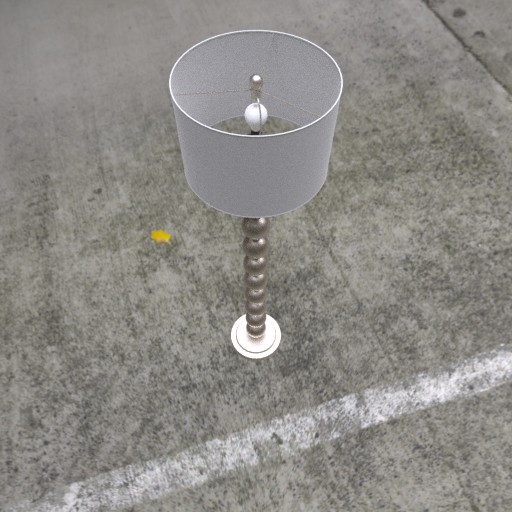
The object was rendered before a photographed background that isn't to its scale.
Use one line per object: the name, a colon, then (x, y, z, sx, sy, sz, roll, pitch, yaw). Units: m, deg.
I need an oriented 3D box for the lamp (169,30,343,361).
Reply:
lamp: (0.000, 0.000, 1.612, 0.394, 1.474, 0.394, -14, 58, -9)
